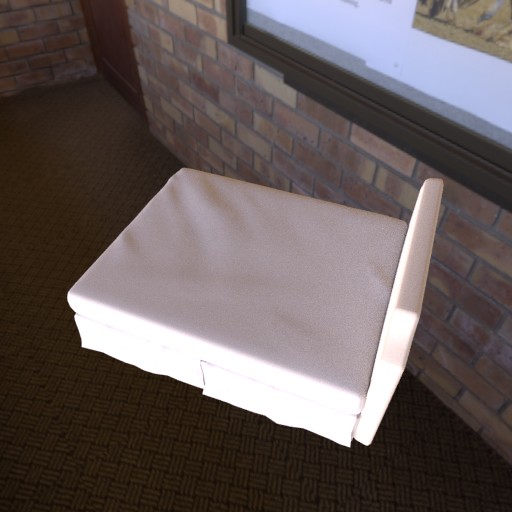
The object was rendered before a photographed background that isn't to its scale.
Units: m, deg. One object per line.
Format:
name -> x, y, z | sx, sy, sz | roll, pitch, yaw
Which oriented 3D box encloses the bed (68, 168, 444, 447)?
bed -> 0.000, 0.000, 3.648 | 2.498, 1.293, 1.977 | 16, 47, 15
